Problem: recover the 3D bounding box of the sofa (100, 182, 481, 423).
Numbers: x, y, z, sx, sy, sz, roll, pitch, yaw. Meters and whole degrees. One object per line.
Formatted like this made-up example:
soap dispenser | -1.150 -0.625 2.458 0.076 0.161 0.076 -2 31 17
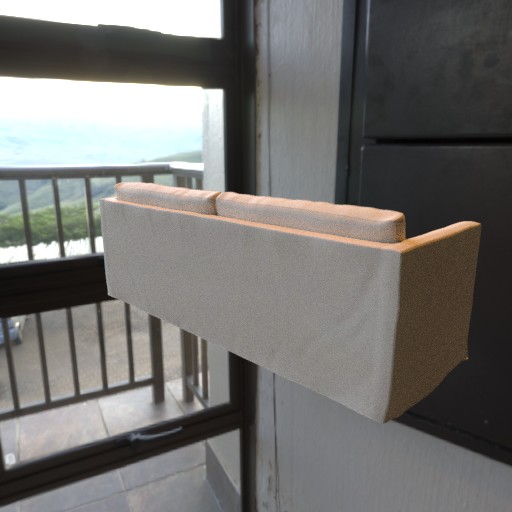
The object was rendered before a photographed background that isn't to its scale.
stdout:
sofa | 0.000 0.000 3.246 2.779 0.999 1.036 13 19 43
